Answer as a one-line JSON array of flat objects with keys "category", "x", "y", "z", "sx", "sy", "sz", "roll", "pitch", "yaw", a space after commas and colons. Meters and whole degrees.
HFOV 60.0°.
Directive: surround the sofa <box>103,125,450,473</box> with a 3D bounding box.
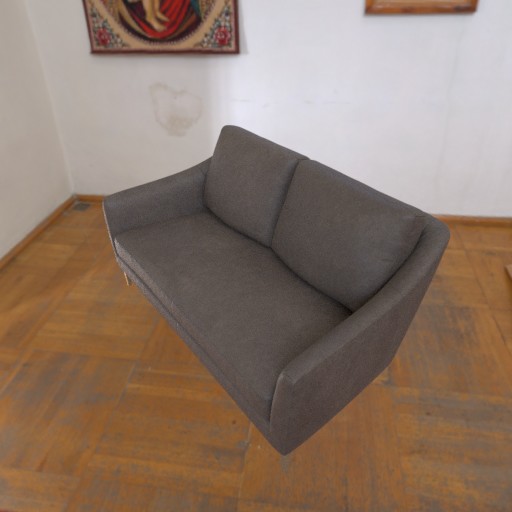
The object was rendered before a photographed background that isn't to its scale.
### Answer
[{"category": "sofa", "x": 0.000, "y": 0.000, "z": 2.206, "sx": 0.960, "sy": 0.902, "sz": 1.619, "roll": -23, "pitch": 40, "yaw": -30}]
